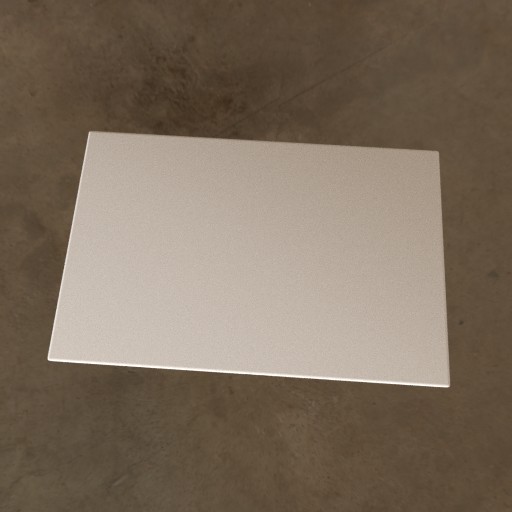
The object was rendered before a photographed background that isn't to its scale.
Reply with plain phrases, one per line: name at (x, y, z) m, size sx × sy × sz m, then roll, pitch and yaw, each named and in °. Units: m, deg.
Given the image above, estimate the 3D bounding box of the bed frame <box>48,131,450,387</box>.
bed frame at (0.000, 0.000, 3.713) m, size 2.987 × 0.440 × 1.930 m, roll 4°, pitch 75°, yaw 1°
